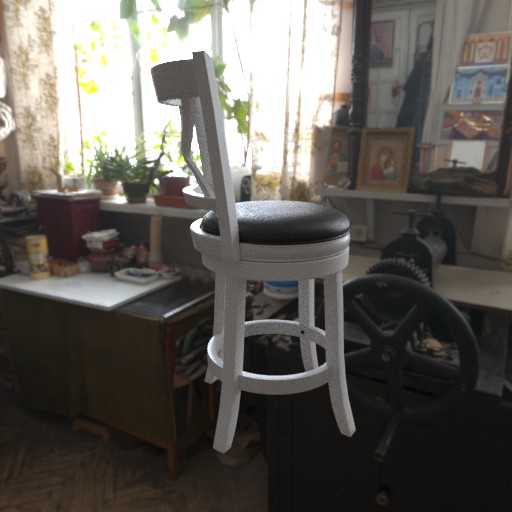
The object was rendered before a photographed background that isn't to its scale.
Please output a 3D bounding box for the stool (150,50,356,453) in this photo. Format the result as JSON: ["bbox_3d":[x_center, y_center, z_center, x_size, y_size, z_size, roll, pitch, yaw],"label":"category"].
[{"bbox_3d":[0.000,0.000,1.212,0.508,0.953,0.444,-3,15,-10],"label":"stool"}]
